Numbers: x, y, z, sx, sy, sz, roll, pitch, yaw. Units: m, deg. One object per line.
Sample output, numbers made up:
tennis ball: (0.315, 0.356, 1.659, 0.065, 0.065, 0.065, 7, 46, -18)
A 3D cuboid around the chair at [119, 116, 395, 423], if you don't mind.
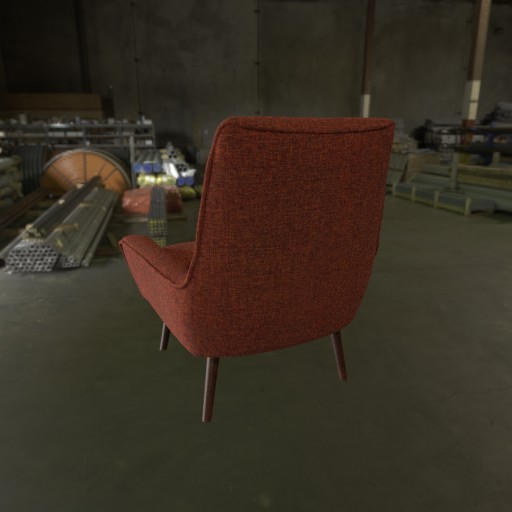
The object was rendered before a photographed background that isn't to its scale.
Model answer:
chair: (0.000, 0.000, 1.538, 0.803, 0.911, 0.784, -8, 18, -25)
